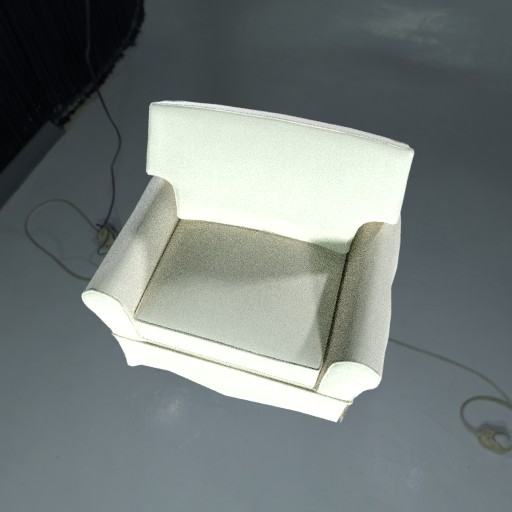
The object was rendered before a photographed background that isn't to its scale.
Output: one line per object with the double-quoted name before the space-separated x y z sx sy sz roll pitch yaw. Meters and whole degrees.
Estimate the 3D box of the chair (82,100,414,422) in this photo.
"chair" 0.000 0.000 1.804 1.099 0.958 0.904 14 58 9
